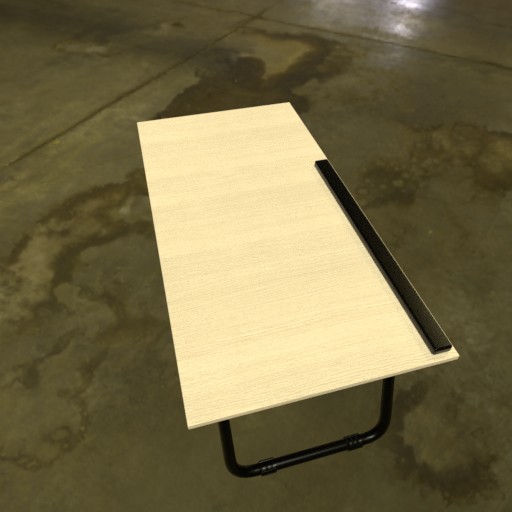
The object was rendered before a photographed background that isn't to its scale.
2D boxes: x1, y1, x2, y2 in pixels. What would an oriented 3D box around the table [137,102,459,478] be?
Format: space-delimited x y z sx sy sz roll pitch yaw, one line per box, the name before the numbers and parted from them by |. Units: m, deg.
table | 0.000 0.000 0.785 0.322 0.242 0.644 -11 47 -10
